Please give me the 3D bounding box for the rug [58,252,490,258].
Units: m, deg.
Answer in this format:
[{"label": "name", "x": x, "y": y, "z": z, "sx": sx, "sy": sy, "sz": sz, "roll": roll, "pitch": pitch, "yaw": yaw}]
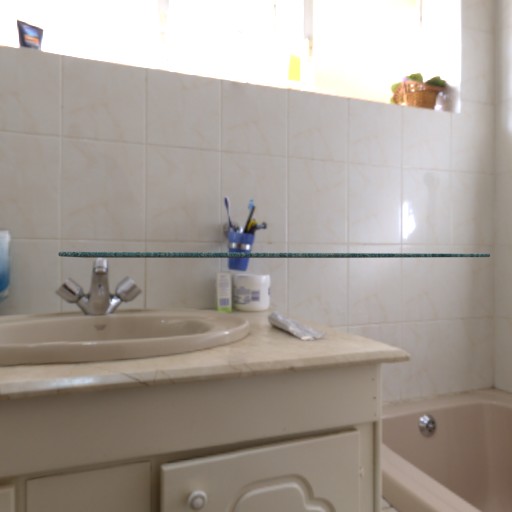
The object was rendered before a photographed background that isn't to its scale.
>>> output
[{"label": "rug", "x": 0.000, "y": 0.000, "z": 4.239, "sx": 3.217, "sy": 0.027, "sz": 2.405, "roll": 0, "pitch": 0, "yaw": -18}]
